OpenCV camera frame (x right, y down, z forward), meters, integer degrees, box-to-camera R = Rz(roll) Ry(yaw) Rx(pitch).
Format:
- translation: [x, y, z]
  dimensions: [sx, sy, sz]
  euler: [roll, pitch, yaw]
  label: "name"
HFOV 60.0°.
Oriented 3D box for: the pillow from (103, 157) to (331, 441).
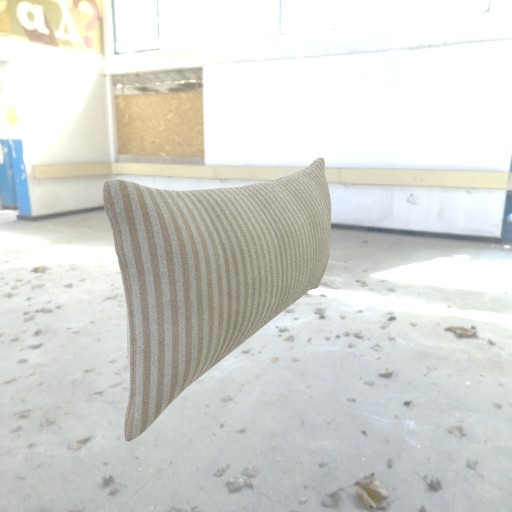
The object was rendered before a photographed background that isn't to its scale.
- translation: [0.000, 0.000, 0.723]
  dimensions: [0.151, 0.295, 0.617]
  euler: [8, 17, 27]
  label: "pillow"
